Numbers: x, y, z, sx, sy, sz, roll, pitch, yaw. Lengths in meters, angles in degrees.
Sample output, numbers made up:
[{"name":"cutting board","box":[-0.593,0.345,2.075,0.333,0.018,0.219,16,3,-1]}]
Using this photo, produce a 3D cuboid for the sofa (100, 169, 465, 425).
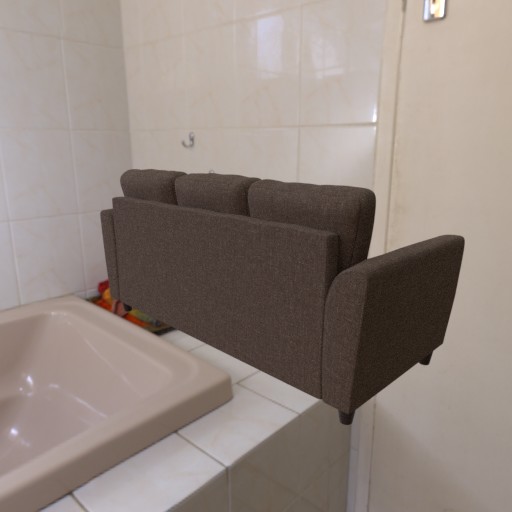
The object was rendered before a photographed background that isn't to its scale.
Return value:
[{"name":"sofa","box":[0.000,0.000,2.372,1.847,0.891,0.837,14,20,43]}]
